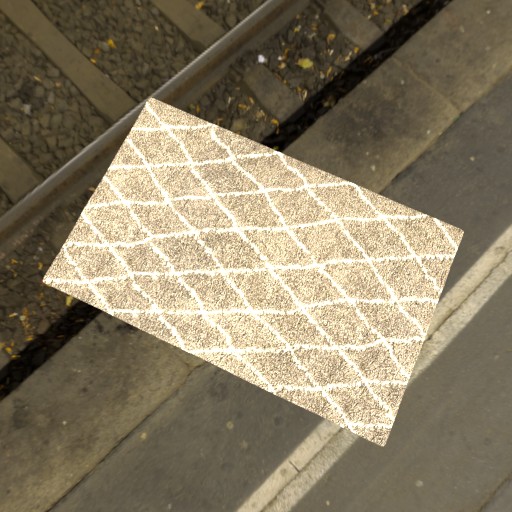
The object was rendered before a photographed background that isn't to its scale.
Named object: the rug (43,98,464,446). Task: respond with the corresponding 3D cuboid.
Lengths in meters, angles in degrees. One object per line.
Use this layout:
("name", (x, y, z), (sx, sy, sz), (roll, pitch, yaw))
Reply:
("rug", (0.000, 0.000, 2.995), (2.438, 0.030, 1.524), (24, 78, 6))
